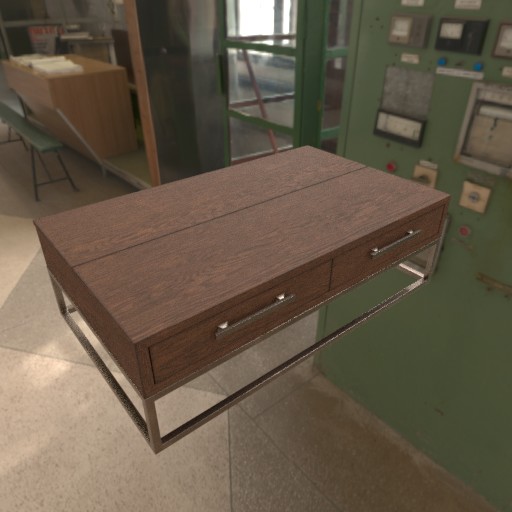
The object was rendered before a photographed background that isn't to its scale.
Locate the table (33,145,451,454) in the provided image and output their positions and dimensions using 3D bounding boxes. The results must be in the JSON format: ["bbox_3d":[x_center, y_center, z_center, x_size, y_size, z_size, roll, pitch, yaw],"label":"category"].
[{"bbox_3d":[0.000,0.000,1.515,1.167,0.361,0.719,-23,38,-32],"label":"table"}]
